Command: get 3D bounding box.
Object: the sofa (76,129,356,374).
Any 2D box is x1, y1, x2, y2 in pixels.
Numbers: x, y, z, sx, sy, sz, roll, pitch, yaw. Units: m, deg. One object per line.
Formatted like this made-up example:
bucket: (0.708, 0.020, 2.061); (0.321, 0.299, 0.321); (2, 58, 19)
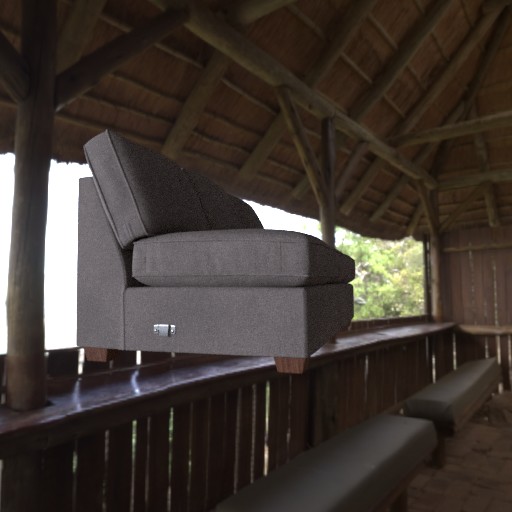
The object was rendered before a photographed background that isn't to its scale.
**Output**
sofa: (0.000, 0.000, 2.625); (1.027, 0.973, 1.962); (-1, -3, 17)
